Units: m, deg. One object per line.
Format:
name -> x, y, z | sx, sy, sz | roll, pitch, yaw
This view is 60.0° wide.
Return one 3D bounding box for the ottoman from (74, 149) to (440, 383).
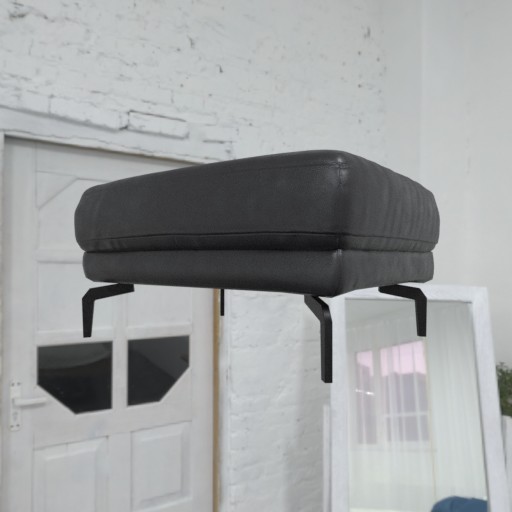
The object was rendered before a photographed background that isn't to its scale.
ottoman -> 0.000, 0.000, 1.102 | 0.764, 0.402, 0.570 | 0, 0, 37
